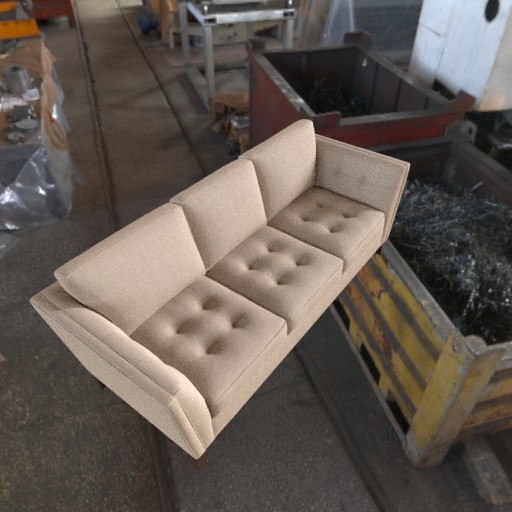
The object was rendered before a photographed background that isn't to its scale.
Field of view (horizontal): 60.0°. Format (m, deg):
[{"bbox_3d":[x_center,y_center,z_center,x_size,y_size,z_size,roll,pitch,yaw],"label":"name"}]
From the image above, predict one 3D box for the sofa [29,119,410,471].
[{"bbox_3d":[0.000,0.000,2.835,0.965,0.940,2.388,26,47,27],"label":"sofa"}]
